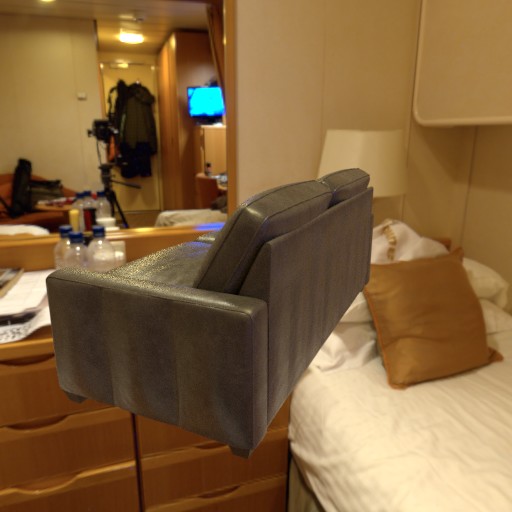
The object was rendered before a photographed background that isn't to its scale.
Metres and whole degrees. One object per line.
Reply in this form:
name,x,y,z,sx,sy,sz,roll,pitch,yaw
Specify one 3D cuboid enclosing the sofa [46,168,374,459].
sofa,0.000,0.000,2.511,0.939,0.916,2.081,7,17,24
